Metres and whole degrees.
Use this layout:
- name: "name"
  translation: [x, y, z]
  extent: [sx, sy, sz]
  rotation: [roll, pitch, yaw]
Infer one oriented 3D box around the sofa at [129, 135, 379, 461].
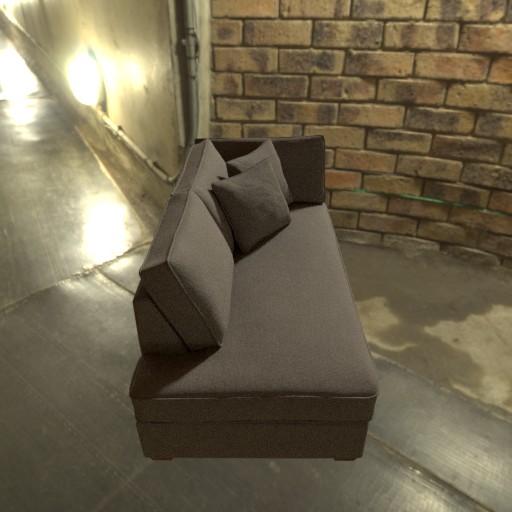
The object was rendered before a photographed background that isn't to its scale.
- name: "sofa"
  translation: [0.000, 0.000, 2.802]
  extent: [1.110, 1.033, 2.237]
  rotation: [0, 33, 0]
